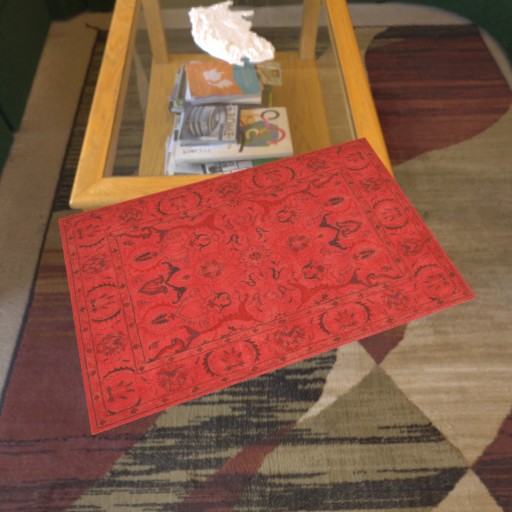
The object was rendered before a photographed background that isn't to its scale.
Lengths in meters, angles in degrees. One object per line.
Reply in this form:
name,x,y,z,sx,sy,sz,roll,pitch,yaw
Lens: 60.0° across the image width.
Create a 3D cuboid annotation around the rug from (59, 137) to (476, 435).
rug,0.000,0.000,2.977,2.423,0.010,1.534,-17,60,-10
